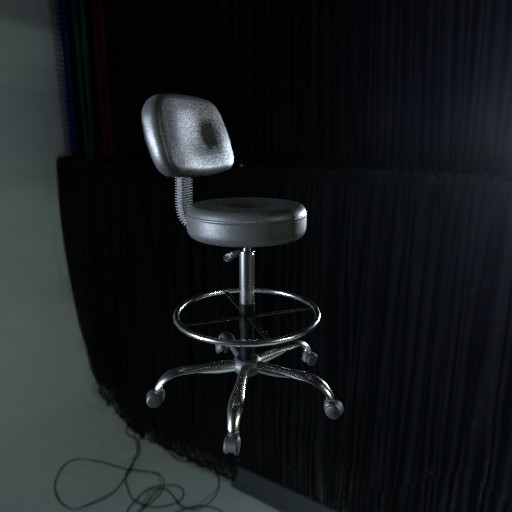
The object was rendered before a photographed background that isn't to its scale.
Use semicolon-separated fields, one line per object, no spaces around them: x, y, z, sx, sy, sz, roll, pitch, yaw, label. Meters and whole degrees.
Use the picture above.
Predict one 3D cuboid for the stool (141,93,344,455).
0.000;0.000;1.521;0.658;1.069;0.694;7;16;26;stool
